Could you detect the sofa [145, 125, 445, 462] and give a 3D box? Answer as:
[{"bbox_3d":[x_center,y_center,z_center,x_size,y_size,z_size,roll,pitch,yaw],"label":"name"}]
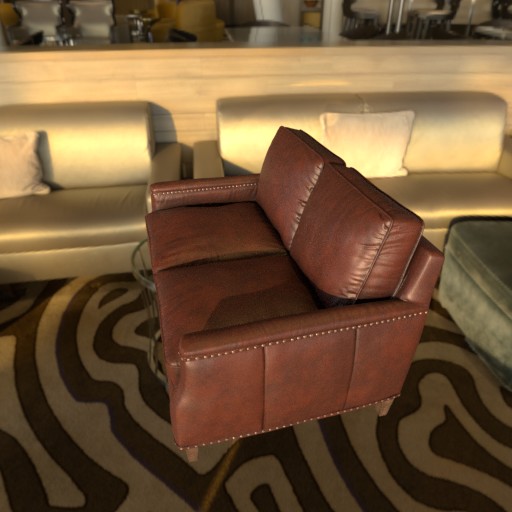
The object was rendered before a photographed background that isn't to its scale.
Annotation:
[{"bbox_3d":[0.000,0.000,2.325,1.083,1.003,1.628,-8,32,-13],"label":"sofa"}]
